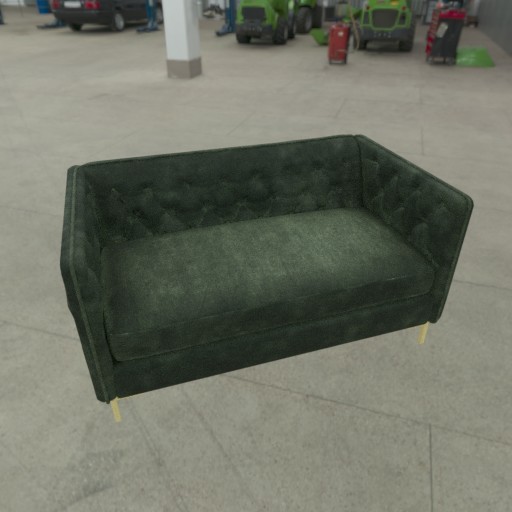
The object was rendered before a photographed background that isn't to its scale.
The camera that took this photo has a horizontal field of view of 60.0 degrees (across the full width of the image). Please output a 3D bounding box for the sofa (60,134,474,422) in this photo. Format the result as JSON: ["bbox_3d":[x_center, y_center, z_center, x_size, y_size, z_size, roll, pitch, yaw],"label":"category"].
[{"bbox_3d":[0.000,0.000,2.046,1.537,0.768,0.895,-10,34,-15],"label":"sofa"}]
